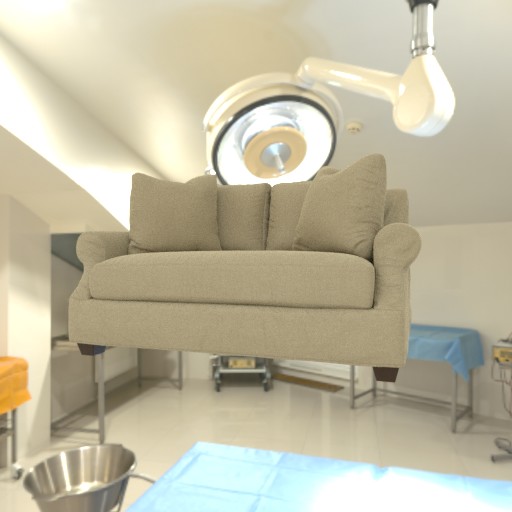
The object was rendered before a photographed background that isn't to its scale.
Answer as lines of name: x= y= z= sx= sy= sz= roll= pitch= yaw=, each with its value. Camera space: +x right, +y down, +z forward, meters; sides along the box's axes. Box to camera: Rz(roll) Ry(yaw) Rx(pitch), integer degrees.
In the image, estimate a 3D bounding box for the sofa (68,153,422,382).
sofa: x=0.000 y=0.000 z=2.219 sx=1.550 sy=0.905 sz=1.070 roll=0 pitch=-1 yaw=19
